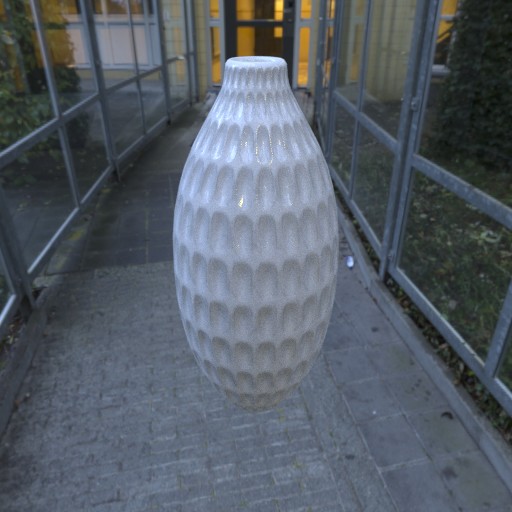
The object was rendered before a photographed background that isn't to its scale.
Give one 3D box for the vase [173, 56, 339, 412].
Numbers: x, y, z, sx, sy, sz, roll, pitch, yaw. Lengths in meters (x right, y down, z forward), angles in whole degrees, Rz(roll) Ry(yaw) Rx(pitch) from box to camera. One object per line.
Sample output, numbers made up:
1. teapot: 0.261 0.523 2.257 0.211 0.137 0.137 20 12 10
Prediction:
1. vase: 0.000 0.000 0.345 0.127 0.282 0.127 0 29 0
